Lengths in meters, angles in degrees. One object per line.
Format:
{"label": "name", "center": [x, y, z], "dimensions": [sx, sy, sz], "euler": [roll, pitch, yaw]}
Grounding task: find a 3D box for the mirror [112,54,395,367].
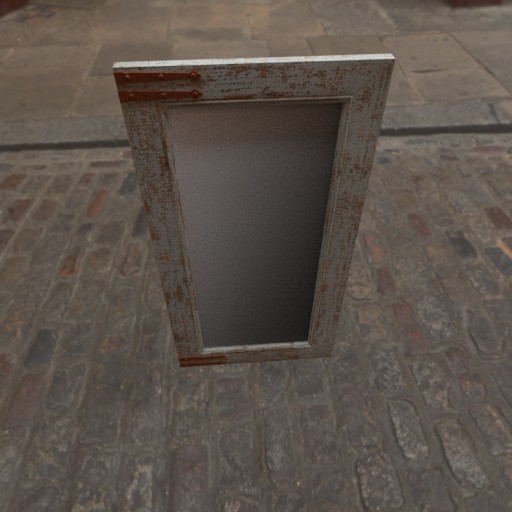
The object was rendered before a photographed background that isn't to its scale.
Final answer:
{"label": "mirror", "center": [0.000, 0.000, 1.068], "dimensions": [0.472, 0.922, 0.027], "euler": [-3, 45, -3]}
